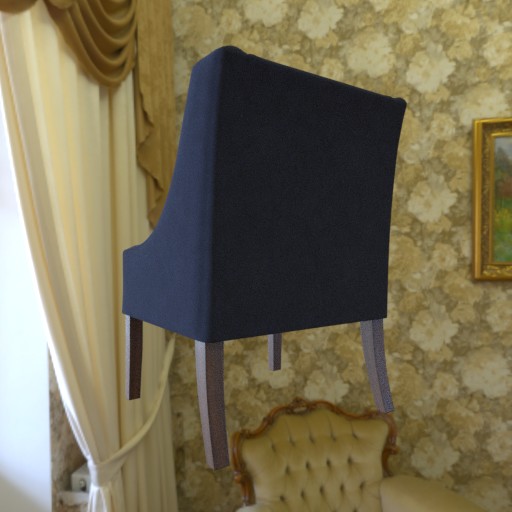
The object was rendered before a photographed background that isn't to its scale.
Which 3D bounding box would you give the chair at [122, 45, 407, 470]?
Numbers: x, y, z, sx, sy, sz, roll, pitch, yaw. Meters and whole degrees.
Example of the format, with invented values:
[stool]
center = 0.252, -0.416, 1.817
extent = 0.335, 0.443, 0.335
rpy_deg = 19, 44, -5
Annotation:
[chair]
center = 0.000, 0.000, 1.328
extent = 0.629, 0.895, 0.629
rpy_deg = -1, 1, -35
